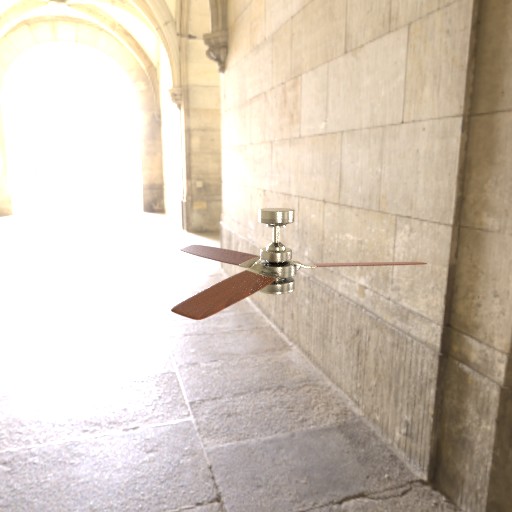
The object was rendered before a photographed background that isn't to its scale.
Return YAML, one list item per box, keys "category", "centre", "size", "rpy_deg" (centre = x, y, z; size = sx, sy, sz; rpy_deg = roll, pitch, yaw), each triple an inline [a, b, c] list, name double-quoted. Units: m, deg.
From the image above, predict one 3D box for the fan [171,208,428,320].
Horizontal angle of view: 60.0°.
- category: "fan"
  centre: [0.000, 0.000, 2.081]
  size: [1.416, 0.410, 1.271]
  rpy_deg: [6, 13, 26]
